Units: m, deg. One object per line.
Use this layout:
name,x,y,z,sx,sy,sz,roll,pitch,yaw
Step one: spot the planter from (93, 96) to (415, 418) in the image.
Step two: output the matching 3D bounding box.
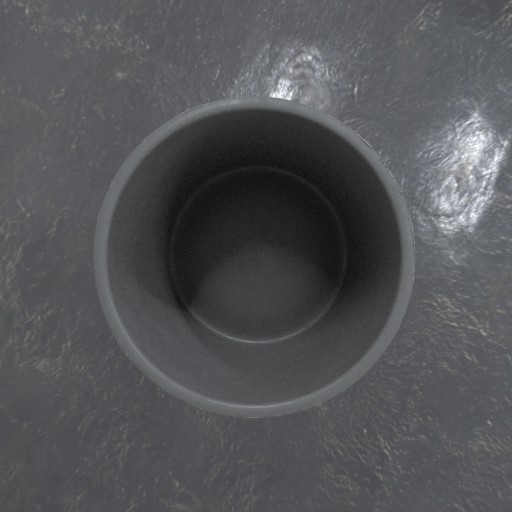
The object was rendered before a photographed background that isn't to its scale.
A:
planter,0.000,0.000,0.450,0.254,0.221,0.254,0,91,1
